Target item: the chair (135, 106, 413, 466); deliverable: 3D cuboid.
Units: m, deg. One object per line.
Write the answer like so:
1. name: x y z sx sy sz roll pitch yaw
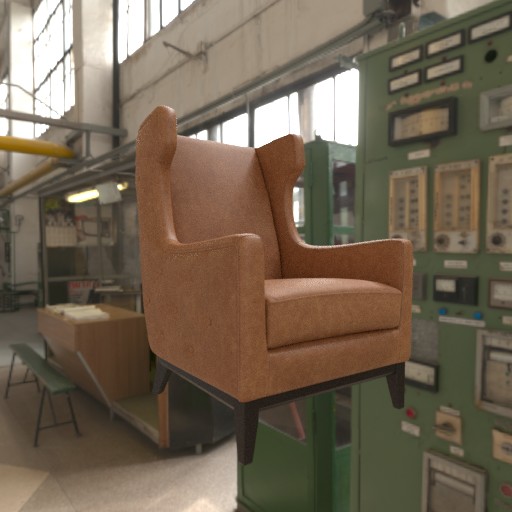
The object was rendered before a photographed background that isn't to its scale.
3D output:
1. chair: 0.000 0.000 1.684 0.766 1.079 0.899 -1 1 -37
